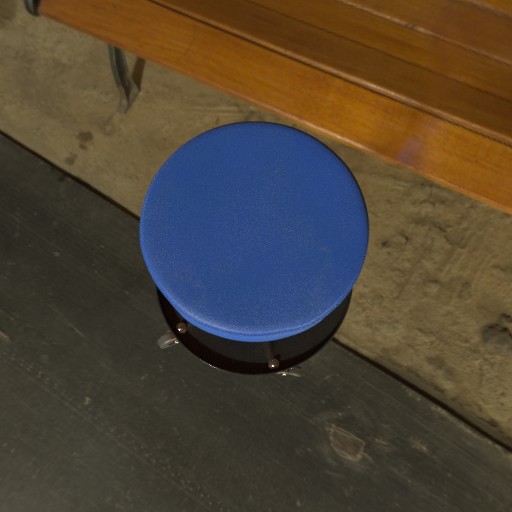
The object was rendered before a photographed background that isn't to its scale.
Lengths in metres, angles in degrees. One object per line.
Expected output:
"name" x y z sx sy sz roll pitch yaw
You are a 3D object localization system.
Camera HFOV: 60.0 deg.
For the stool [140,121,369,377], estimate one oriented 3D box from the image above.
"stool" 0.000 0.000 0.696 0.381 0.365 0.382 -5 75 -1
